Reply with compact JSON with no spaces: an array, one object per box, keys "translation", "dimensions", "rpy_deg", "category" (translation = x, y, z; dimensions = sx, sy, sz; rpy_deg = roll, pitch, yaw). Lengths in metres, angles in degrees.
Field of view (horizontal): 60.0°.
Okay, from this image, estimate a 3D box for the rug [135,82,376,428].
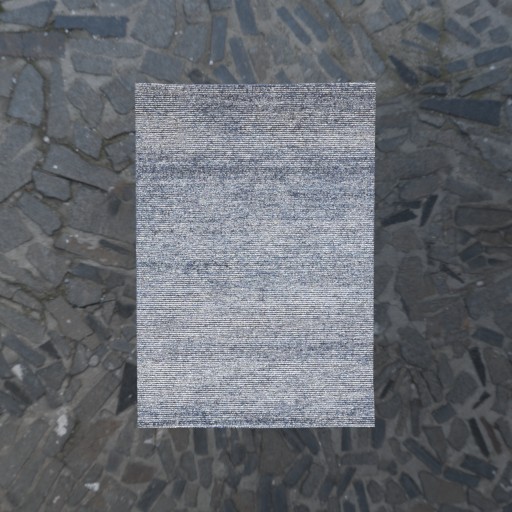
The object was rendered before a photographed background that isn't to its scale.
[{"translation":[0.000,0.000,3.001],"dimensions":[1.624,0.030,2.349],"rpy_deg":[0,91,-1],"category":"rug"}]
